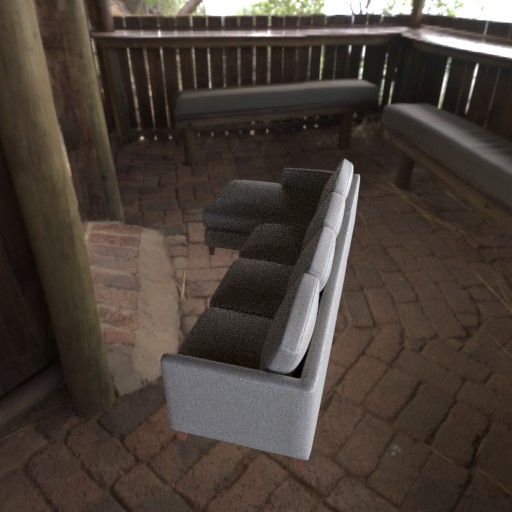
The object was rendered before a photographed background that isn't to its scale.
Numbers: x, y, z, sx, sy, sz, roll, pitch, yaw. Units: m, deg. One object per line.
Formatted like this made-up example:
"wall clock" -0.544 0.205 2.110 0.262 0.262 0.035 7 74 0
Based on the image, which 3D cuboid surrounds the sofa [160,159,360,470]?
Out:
"sofa" 0.000 0.000 3.790 1.502 0.876 3.201 8 32 13
